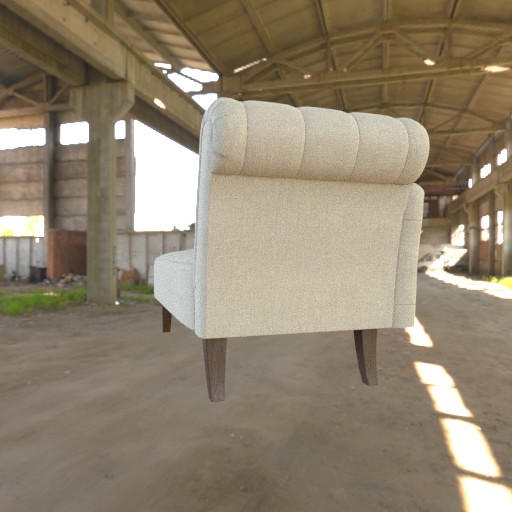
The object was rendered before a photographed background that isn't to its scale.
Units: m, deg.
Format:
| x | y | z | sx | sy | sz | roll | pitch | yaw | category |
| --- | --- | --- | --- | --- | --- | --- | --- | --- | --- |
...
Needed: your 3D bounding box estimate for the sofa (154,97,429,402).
| x | y | z | sx | sy | sz | roll | pitch | yaw | category |
| --- | --- | --- | --- | --- | --- | --- | --- | --- | --- |
| 0.000 | 0.000 | 1.755 | 0.675 | 0.787 | 1.379 | 0 | 0 | -18 | sofa |
